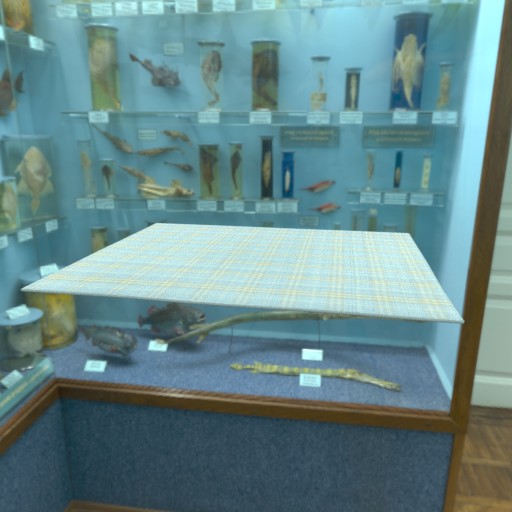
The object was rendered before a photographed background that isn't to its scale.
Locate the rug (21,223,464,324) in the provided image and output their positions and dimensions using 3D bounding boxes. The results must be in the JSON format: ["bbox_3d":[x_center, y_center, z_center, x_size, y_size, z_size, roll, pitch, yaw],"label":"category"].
[{"bbox_3d":[0.000,0.000,4.132,3.066,0.030,2.462,3,16,10],"label":"rug"}]
